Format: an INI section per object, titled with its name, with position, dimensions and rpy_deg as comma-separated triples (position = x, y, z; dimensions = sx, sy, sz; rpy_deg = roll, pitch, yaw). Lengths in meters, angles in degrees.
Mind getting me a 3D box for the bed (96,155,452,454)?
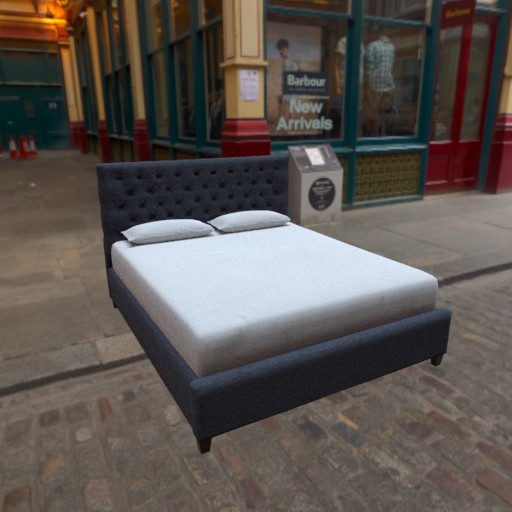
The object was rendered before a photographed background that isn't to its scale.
[bed]
position = 0.000, 0.000, 3.737
dimensions = 2.078, 1.427, 2.387
rpy_deg = -9, 20, -27
